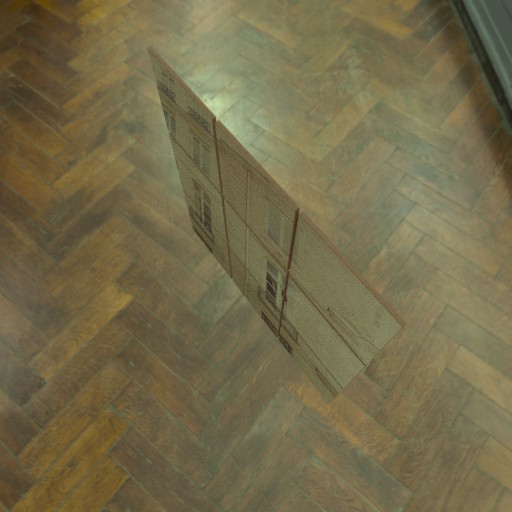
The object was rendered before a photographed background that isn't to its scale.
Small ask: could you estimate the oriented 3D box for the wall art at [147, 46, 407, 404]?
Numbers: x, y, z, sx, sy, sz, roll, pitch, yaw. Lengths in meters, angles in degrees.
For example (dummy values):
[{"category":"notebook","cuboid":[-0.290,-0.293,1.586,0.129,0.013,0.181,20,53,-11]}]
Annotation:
[{"category":"wall art","cuboid":[0.000,0.000,1.833,0.024,1.218,1.221,-33,68,-15]}]
